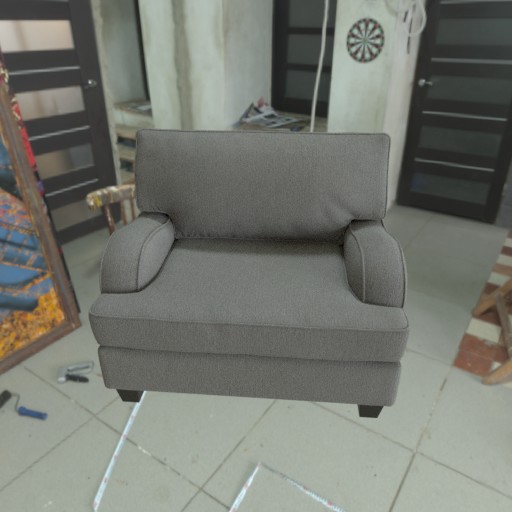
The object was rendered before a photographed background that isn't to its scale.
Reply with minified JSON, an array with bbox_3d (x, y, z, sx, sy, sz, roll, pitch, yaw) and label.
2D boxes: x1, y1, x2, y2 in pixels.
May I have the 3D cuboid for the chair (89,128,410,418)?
[{"bbox_3d":[0.000,0.000,2.034,1.220,1.016,1.041,2,28,4],"label":"chair"}]
